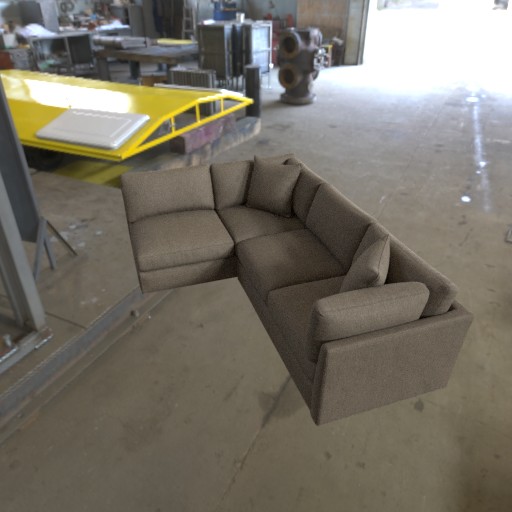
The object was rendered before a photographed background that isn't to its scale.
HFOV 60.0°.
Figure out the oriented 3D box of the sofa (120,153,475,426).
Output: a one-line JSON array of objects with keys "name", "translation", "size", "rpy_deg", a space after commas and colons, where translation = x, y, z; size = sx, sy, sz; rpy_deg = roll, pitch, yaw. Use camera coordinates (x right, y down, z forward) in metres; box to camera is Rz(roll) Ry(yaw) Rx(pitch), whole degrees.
[{"name": "sofa", "translation": [0.000, 0.000, 3.833], "size": [1.994, 0.978, 2.896], "rpy_deg": [-10, 33, -16]}]
